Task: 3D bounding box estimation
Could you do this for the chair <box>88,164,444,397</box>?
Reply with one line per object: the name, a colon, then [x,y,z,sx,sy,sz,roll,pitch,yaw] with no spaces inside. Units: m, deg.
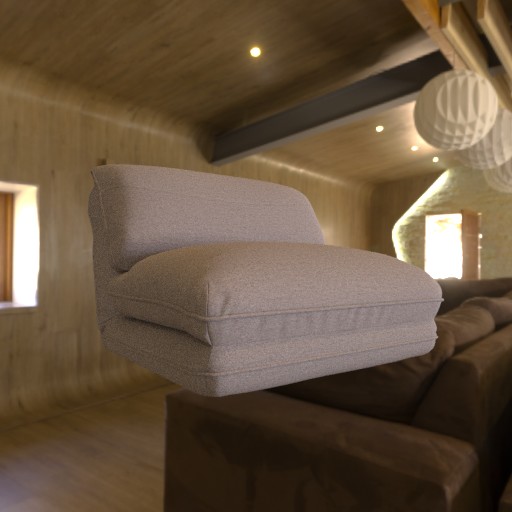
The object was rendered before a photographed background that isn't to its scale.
chair: [0.000,0.000,1.343,0.820,0.580,0.780,1,-1,-36]
